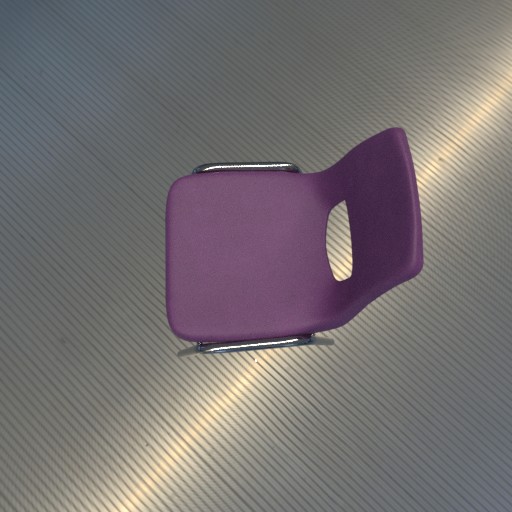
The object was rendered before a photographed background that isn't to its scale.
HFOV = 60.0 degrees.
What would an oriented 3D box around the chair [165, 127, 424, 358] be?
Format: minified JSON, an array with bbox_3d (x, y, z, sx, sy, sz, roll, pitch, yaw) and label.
[{"bbox_3d":[0.000,0.000,0.900,0.432,0.654,0.381,-3,77,-1],"label":"chair"}]
